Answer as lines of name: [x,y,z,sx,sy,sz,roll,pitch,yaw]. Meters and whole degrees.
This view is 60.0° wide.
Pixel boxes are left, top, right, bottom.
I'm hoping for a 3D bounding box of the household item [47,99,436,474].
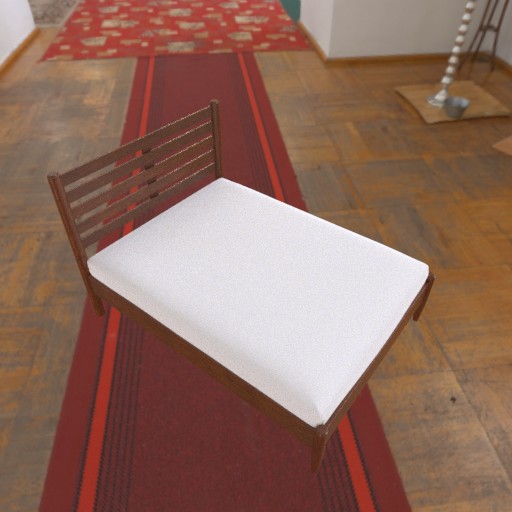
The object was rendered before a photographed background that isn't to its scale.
household item: [0.000,0.000,3.318,2.232,1.356,1.663,27,47,28]
